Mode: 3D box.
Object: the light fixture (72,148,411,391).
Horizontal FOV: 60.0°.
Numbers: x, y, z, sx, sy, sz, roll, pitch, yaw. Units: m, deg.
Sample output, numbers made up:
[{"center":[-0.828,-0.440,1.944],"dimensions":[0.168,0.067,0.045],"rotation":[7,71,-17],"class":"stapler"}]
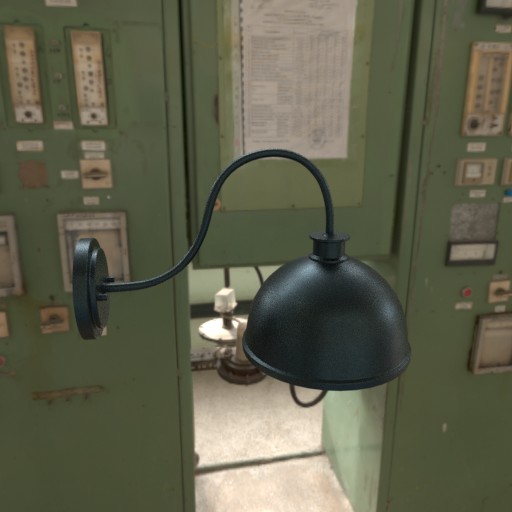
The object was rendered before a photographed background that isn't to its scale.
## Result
[{"center":[0.000,0.000,0.624],"dimensions":[0.467,0.295,0.253],"rotation":[-3,17,-9],"class":"light fixture"}]
